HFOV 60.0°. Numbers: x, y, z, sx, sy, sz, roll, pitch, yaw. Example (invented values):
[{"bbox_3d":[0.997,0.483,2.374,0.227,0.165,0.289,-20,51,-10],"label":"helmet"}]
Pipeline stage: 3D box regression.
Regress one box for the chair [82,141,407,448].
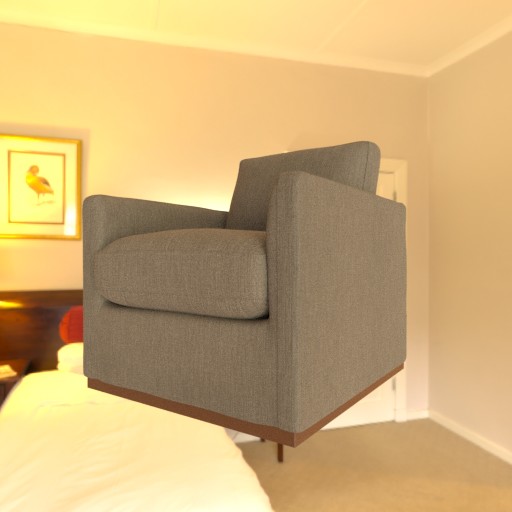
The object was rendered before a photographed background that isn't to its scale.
[{"bbox_3d":[0.000,0.000,1.460,0.763,0.811,0.834,0,1,35],"label":"chair"}]
